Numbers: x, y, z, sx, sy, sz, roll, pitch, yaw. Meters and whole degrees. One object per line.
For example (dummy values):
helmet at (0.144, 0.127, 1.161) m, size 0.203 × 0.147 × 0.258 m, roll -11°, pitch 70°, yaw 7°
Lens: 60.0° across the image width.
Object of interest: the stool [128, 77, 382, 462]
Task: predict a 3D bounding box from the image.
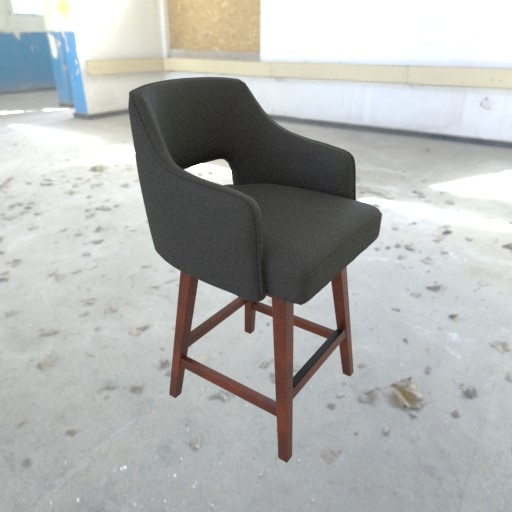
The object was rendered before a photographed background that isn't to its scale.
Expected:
stool at (0.000, 0.000, 1.258) m, size 0.558 × 0.912 × 0.548 m, roll 17°, pitch 32°, yaw 31°
